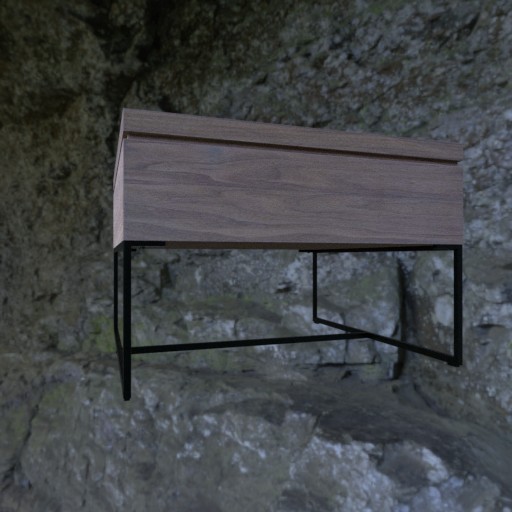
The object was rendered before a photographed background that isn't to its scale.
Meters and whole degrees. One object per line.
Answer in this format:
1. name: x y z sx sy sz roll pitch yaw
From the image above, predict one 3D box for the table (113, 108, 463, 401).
1. table: 0.000 0.000 1.127 0.679 0.464 0.676 0 0 -19
